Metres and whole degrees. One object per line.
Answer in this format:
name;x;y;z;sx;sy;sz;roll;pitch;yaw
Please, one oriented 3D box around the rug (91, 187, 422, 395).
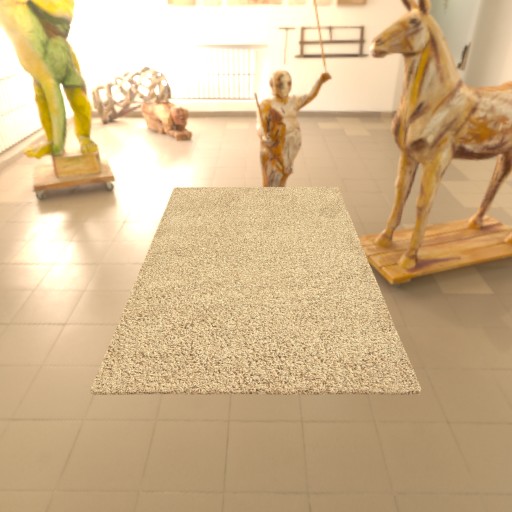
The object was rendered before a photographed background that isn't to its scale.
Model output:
rug;0.000;0.000;3.069;1.524;0.030;2.438;0;31;0
